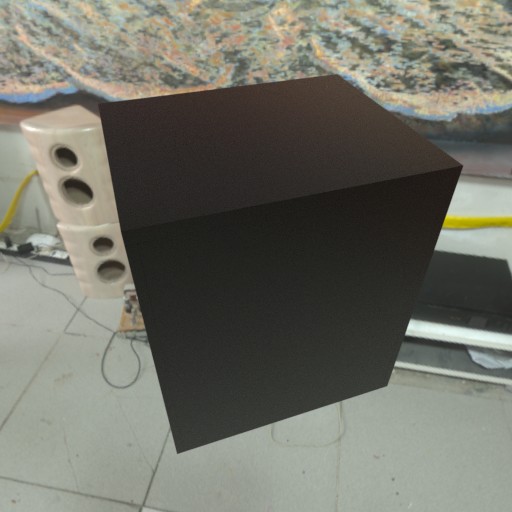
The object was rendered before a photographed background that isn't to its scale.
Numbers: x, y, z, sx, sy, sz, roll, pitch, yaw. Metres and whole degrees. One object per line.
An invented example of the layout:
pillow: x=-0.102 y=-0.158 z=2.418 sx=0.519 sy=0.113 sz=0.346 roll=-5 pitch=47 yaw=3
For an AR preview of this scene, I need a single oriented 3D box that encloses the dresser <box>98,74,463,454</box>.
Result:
dresser: x=0.000 y=0.000 z=0.762 sx=0.400 sy=0.470 sz=0.360 roll=-13 pitch=43 yaw=-14
